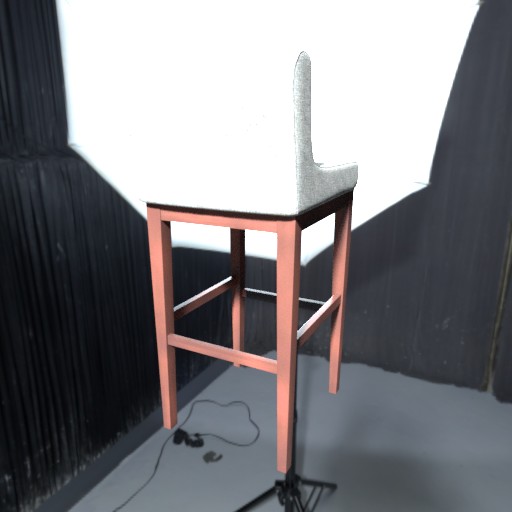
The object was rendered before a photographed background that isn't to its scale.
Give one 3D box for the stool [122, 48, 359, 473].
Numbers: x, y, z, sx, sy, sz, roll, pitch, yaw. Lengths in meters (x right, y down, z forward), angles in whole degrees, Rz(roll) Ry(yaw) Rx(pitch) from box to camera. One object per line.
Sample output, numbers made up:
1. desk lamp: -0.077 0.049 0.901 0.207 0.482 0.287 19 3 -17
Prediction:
1. stool: 0.000 0.000 1.217 0.426 0.965 0.499 8 18 27
